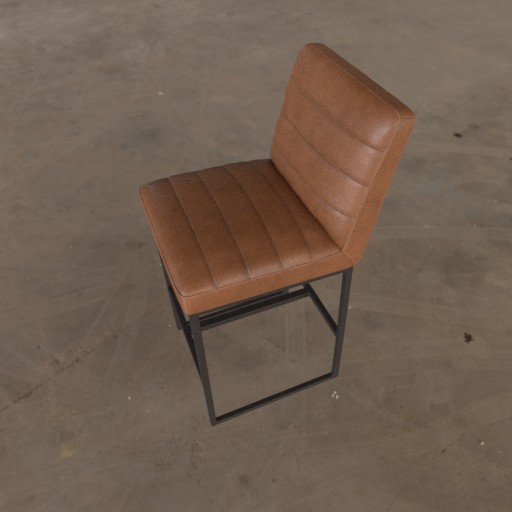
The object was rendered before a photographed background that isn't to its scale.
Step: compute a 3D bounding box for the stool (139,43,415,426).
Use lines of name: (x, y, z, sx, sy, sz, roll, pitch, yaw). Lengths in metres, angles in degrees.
stool: (0.000, 0.000, 1.328, 0.556, 1.040, 0.458, -17, 48, -15)
